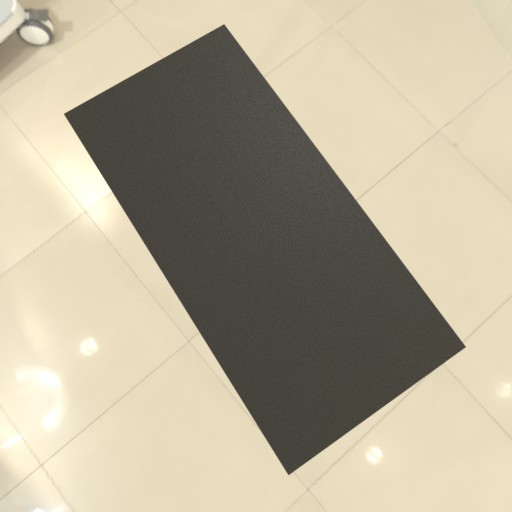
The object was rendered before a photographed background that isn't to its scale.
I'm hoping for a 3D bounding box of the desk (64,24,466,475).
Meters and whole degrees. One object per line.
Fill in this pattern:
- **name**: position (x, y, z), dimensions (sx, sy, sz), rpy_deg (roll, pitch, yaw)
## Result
- **desk**: position (0.000, 0.000, 1.488), dimensions (0.525, 0.780, 1.057), rpy_deg (-33, 79, -7)
